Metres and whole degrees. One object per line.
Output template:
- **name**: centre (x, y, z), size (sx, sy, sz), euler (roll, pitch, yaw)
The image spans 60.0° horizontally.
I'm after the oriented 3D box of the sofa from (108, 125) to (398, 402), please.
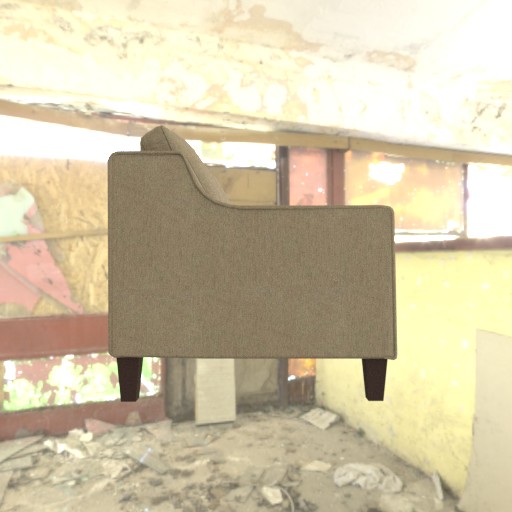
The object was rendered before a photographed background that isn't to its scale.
- **sofa**: centre (0.000, 0.000, 2.204), size (0.985, 0.981, 1.503), euler (0, 0, 0)
